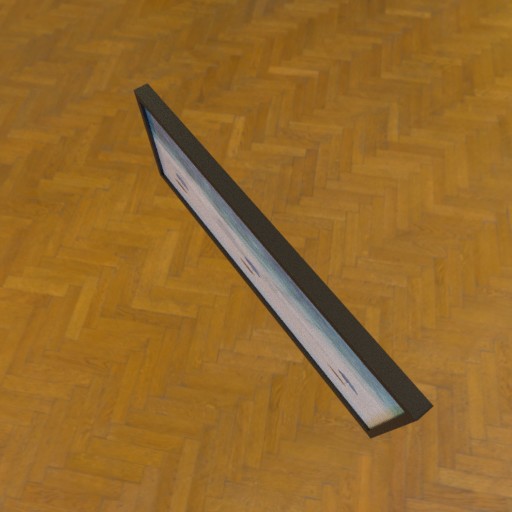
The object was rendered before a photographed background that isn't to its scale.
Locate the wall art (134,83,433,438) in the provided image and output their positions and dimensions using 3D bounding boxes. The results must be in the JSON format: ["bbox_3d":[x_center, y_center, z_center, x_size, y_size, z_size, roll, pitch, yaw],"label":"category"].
[{"bbox_3d":[0.000,0.000,0.963,0.037,0.303,0.860,-33,68,-16],"label":"wall art"}]
